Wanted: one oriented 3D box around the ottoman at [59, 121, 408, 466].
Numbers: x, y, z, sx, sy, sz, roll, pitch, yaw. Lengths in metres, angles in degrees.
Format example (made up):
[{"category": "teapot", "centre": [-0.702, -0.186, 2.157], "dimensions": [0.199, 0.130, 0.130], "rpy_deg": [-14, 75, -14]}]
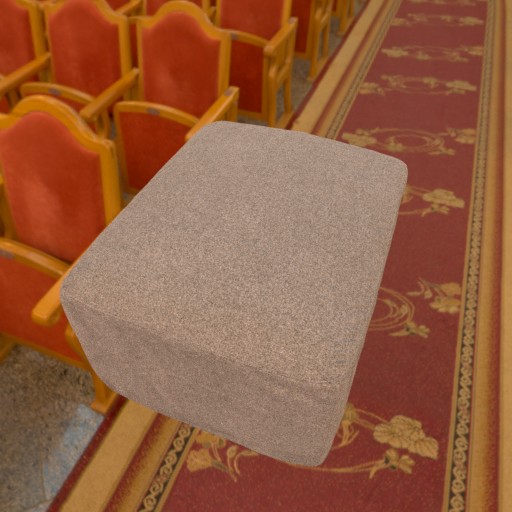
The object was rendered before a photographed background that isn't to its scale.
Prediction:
[{"category": "ottoman", "centre": [0.000, 0.000, 1.243], "dimensions": [0.683, 0.481, 0.837], "rpy_deg": [16, 48, 15]}]
